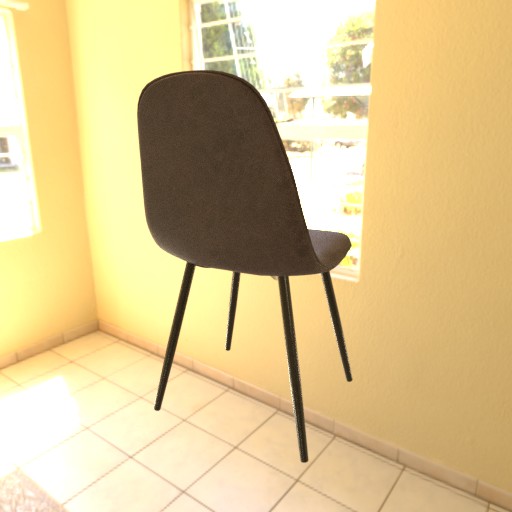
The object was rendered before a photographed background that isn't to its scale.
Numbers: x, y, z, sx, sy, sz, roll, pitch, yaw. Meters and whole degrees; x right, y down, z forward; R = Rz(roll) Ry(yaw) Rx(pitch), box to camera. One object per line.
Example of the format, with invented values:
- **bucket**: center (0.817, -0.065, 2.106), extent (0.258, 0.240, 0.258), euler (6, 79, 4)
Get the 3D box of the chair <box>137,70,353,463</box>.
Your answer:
- **chair**: center (0.000, 0.000, 1.213), extent (0.472, 0.889, 0.561), euler (8, 18, 26)
